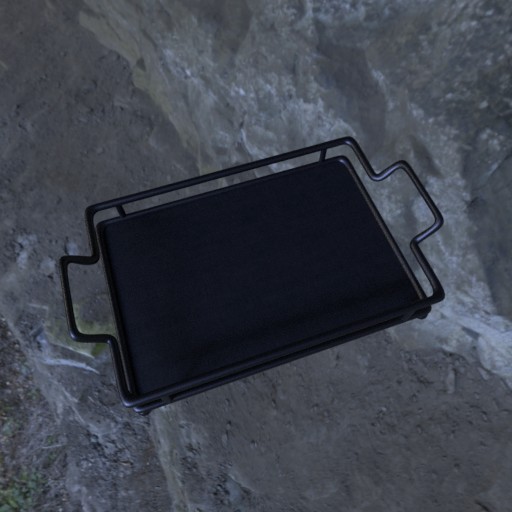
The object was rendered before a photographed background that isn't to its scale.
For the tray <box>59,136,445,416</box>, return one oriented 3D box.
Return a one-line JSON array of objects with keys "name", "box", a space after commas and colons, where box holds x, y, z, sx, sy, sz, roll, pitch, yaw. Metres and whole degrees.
[{"name": "tray", "box": [0.000, 0.000, 0.615, 0.495, 0.101, 0.297, -17, 63, -9]}]
